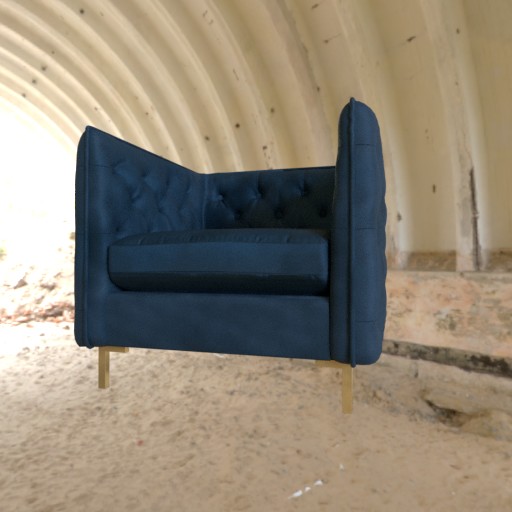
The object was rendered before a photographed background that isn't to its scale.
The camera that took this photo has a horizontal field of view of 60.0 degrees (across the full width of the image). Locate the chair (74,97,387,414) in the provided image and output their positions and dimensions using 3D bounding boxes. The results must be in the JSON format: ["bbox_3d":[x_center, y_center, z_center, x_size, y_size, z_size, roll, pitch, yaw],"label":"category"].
[{"bbox_3d":[0.000,0.000,1.545,0.868,0.771,0.877,0,-1,17],"label":"chair"}]
